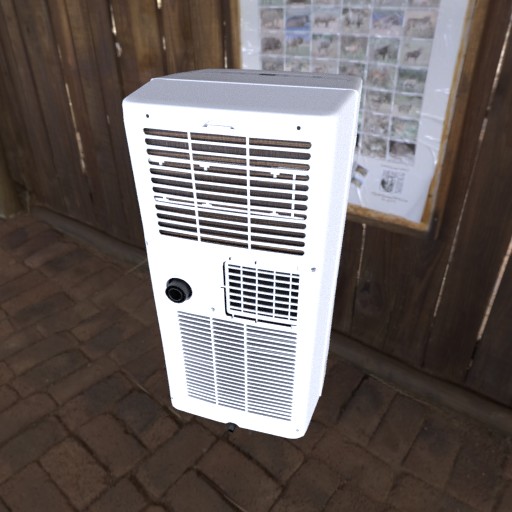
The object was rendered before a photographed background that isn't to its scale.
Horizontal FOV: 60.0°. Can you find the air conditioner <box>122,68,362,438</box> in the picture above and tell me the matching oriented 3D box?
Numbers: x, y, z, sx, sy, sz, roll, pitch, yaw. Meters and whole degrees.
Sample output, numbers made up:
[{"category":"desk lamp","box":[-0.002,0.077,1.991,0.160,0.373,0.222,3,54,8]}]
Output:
[{"category":"air conditioner","box":[0.000,0.000,0.805,0.304,0.606,0.349,9,32,14]}]
